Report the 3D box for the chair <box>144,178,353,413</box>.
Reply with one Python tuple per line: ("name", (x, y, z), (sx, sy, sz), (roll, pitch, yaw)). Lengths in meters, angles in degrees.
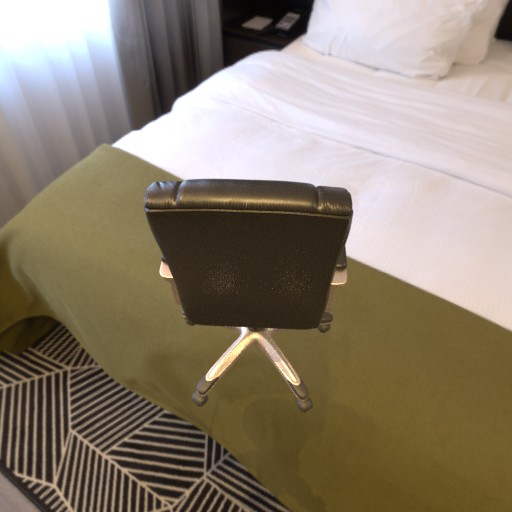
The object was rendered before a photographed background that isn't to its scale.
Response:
("chair", (0.000, 0.000, 1.625), (0.700, 1.145, 0.780), (2, 46, 2))
